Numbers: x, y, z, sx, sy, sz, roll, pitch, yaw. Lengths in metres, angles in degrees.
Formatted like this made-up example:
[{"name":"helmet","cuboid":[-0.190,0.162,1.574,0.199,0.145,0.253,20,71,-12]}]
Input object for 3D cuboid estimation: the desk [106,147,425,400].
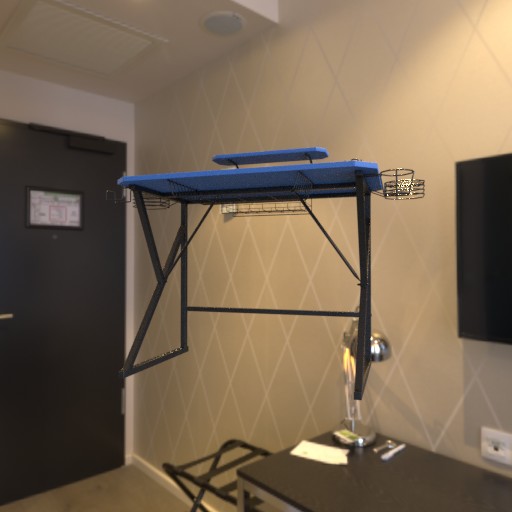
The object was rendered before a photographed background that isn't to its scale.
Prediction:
[{"name":"desk","cuboid":[0.000,0.000,1.797,1.295,0.909,0.594,0,-1,18]}]
